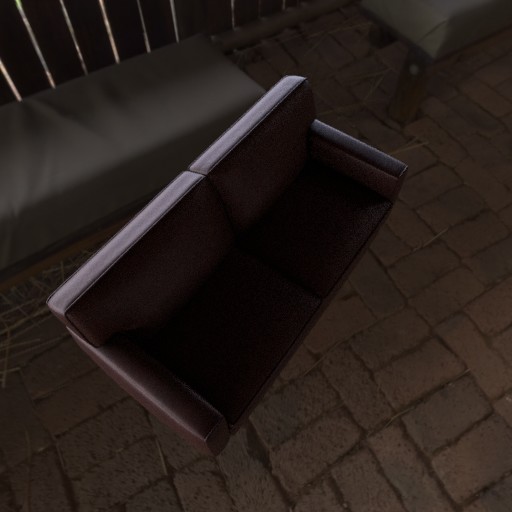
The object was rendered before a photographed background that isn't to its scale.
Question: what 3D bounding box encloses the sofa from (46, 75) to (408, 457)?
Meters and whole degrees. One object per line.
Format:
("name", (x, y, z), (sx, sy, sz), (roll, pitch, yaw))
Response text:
("sofa", (0.000, 0.000, 2.413), (0.912, 0.928, 1.876), (32, 65, 18))
